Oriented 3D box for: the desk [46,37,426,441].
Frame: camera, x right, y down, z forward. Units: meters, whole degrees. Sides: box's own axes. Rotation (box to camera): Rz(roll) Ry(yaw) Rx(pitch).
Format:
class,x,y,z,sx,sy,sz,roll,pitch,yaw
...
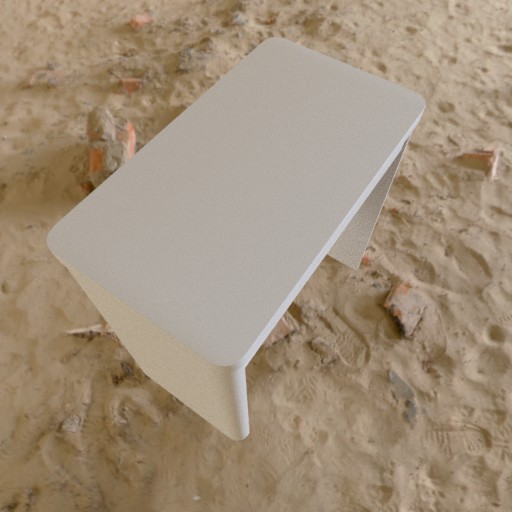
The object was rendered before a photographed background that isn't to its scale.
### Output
class,x,y,z,sx,sy,sz,roll,pitch,yaw
desk,0.000,0.000,1.252,0.446,0.760,0.790,31,64,17
